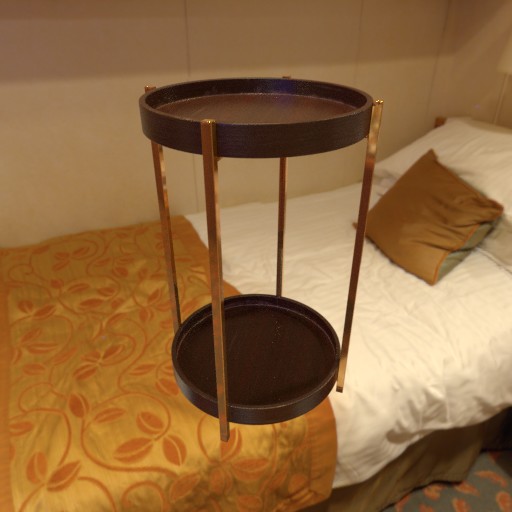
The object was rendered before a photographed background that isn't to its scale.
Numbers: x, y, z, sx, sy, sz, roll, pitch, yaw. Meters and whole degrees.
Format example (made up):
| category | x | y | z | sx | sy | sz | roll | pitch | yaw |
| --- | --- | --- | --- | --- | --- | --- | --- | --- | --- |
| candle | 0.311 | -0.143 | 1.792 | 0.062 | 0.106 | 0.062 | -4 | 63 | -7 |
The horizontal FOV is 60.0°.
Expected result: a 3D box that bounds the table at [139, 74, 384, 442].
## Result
| category | x | y | z | sx | sy | sz | roll | pitch | yaw |
| --- | --- | --- | --- | --- | --- | --- | --- | --- | --- |
| table | 0.000 | 0.000 | 0.868 | 0.400 | 0.610 | 0.400 | 9 | 32 | 16 |
